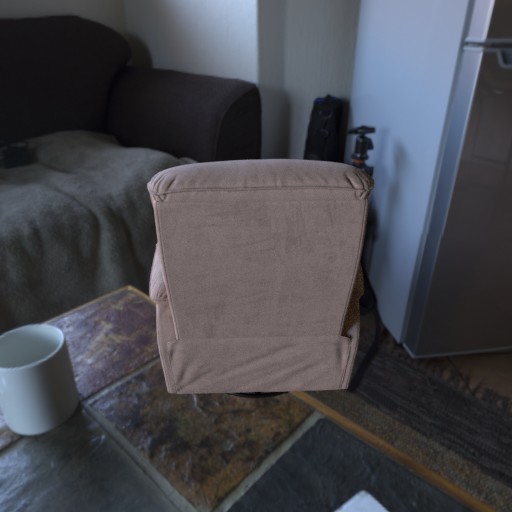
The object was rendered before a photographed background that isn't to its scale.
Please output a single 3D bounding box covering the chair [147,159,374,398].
[{"bbox_3d":[0.000,0.000,1.795,0.820,1.037,1.004,-1,29,-2],"label":"chair"}]
